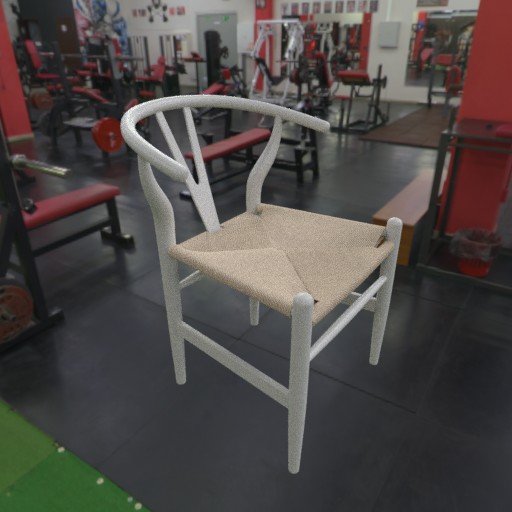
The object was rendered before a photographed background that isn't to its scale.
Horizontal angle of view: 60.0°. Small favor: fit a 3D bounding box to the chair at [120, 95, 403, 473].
[{"bbox_3d":[0.000,0.000,1.135,0.579,0.730,0.569,18,32,32],"label":"chair"}]
